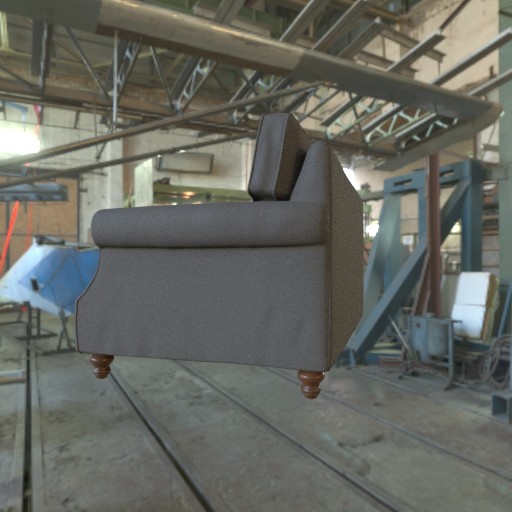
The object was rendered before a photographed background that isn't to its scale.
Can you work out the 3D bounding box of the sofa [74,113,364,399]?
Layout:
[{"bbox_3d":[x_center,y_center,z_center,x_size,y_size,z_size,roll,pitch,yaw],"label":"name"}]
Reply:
[{"bbox_3d":[0.000,0.000,2.218,0.964,0.937,1.665,0,0,17],"label":"sofa"}]
